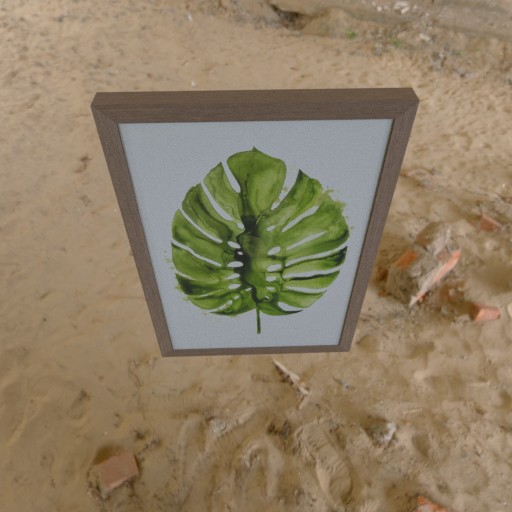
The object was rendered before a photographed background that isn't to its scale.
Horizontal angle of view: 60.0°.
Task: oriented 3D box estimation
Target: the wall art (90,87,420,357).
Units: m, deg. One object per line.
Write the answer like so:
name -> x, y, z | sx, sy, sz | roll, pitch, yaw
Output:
wall art -> 0.000, 0.000, 0.675 | 0.358, 0.510, 0.032 | -1, 46, -1
